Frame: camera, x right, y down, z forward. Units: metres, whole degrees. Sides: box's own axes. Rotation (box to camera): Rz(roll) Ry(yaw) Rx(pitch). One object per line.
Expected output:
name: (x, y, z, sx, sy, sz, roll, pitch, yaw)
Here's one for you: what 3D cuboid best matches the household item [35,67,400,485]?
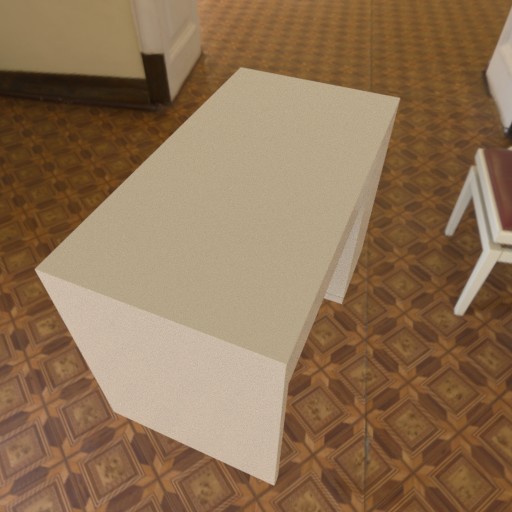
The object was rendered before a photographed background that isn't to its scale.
household item: (0.000, 0.000, 1.520, 0.597, 0.749, 1.100, 18, 50, 16)
